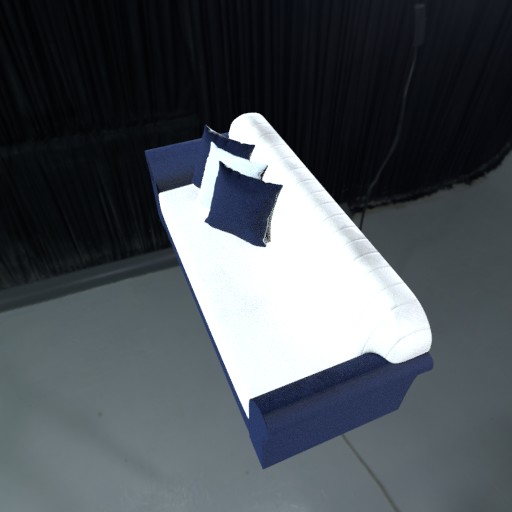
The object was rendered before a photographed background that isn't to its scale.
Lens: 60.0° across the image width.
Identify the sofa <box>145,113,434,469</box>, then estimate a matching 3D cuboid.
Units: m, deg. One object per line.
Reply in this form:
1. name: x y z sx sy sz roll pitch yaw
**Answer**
1. sofa: 0.000 0.000 2.477 0.749 0.789 2.006 -17 49 -16
